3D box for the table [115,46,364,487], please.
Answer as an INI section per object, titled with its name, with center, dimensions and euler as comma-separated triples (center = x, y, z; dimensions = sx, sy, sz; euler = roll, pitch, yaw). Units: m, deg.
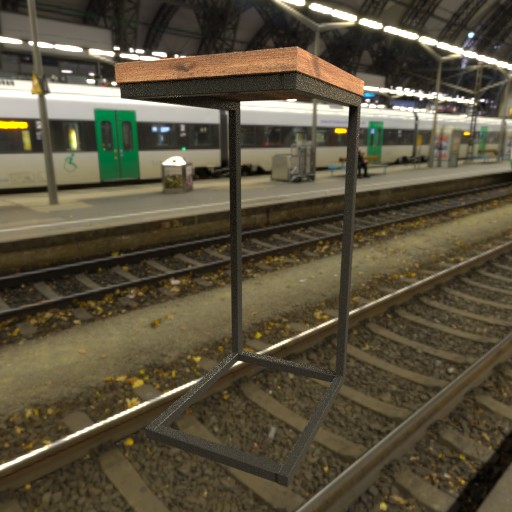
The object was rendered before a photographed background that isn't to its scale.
[table]
center = 0.000, 0.000, 0.935
dimensions = 0.323, 0.718, 0.414
euler = 7, 16, 25
